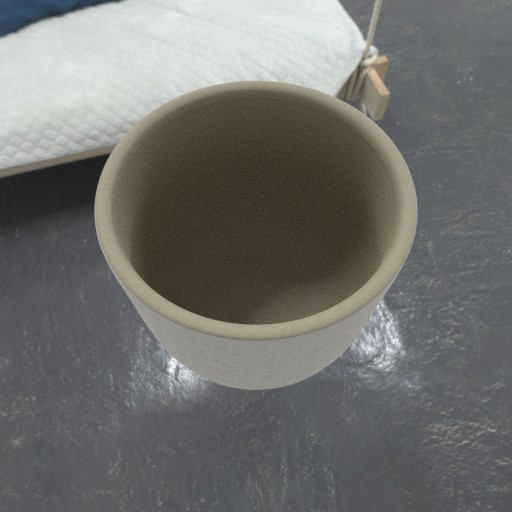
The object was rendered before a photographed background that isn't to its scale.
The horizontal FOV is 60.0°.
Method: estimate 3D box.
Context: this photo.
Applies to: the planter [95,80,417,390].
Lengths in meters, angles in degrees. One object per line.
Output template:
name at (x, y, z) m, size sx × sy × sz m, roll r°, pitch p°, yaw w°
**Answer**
planter at (0.000, 0.000, 0.220) m, size 0.124 × 0.109 × 0.124 m, roll 0°, pitch 60°, yaw 0°
